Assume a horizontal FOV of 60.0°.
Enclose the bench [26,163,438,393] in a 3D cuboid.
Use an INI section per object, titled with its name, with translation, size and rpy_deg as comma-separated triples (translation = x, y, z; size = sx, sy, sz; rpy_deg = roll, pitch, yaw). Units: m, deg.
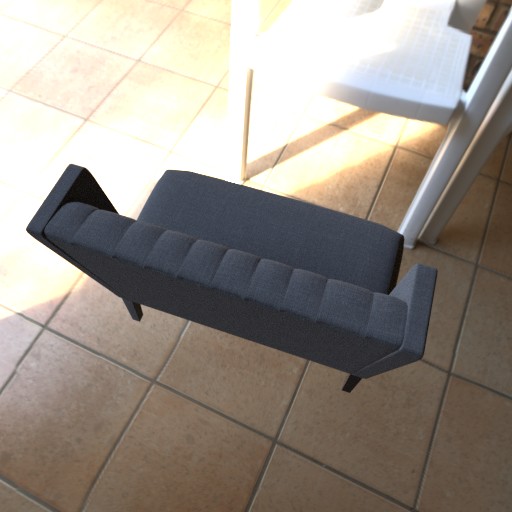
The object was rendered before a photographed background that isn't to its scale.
[bench]
translation = 0.000, 0.000, 1.969
size = 1.276, 1.121, 0.842
rpy_deg = 17, 64, 9
